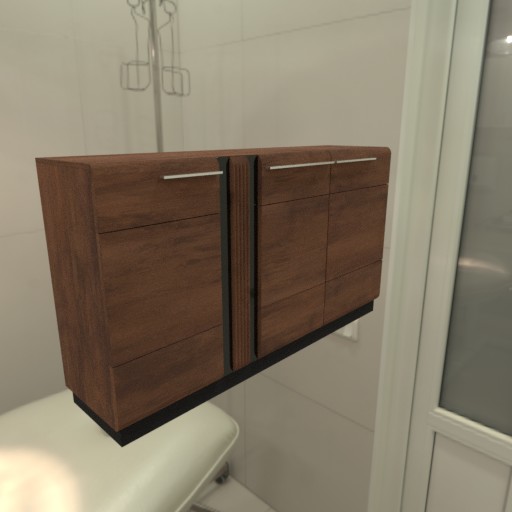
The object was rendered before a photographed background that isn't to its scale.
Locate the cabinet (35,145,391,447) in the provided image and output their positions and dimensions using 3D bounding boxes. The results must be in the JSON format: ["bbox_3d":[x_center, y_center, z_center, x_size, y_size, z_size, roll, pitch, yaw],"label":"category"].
[{"bbox_3d":[0.000,0.000,1.955,0.420,0.900,1.600,15,22,42],"label":"cabinet"}]
